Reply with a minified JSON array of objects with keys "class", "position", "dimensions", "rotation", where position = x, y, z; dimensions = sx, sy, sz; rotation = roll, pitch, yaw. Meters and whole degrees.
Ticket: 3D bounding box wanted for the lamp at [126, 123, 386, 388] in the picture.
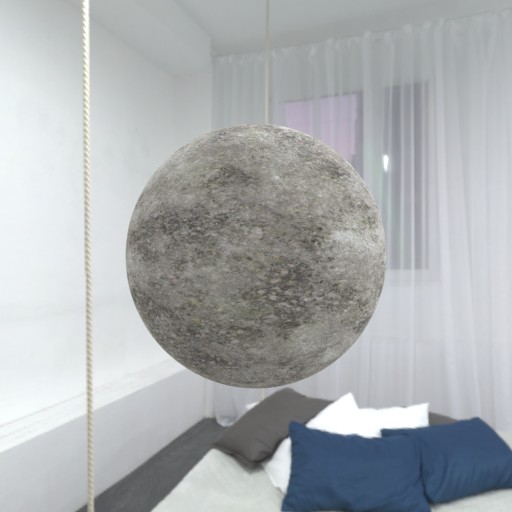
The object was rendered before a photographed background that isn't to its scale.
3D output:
[{"class":"lamp","position":[0.000,0.000,0.747],"dimensions":[0.422,0.429,0.422],"rotation":[0,0,0]}]
